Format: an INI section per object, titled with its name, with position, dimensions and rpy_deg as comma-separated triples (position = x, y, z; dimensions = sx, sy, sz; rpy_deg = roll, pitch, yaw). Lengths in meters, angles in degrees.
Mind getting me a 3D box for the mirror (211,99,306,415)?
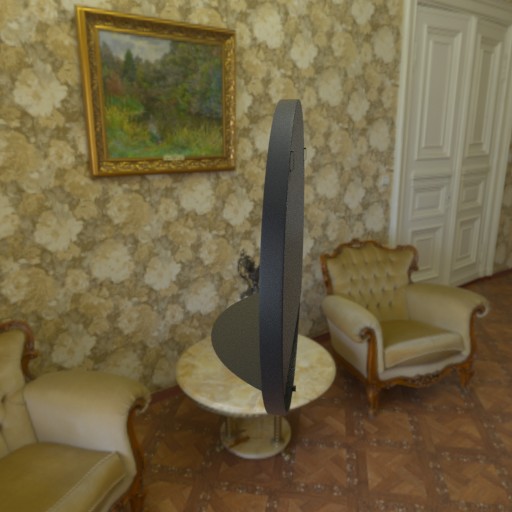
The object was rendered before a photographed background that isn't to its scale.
[mirror]
position = 0.000, 0.000, 0.688
dimensions = 0.133, 0.457, 0.457
rpy_deg = 2, 14, 8
